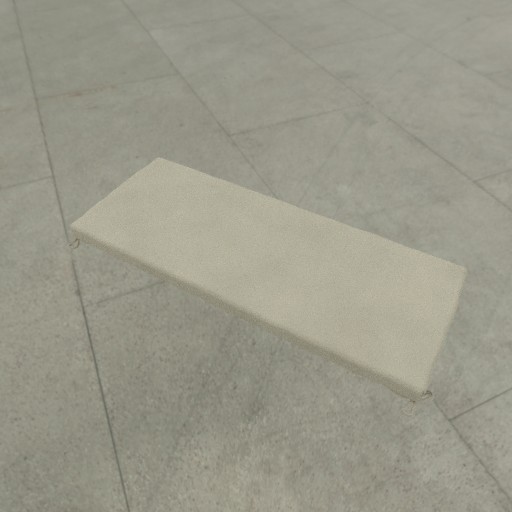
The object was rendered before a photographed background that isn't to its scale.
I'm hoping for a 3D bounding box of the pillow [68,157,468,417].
[{"bbox_3d":[0.000,0.000,1.354,1.187,0.081,0.492,23,50,21],"label":"pillow"}]
